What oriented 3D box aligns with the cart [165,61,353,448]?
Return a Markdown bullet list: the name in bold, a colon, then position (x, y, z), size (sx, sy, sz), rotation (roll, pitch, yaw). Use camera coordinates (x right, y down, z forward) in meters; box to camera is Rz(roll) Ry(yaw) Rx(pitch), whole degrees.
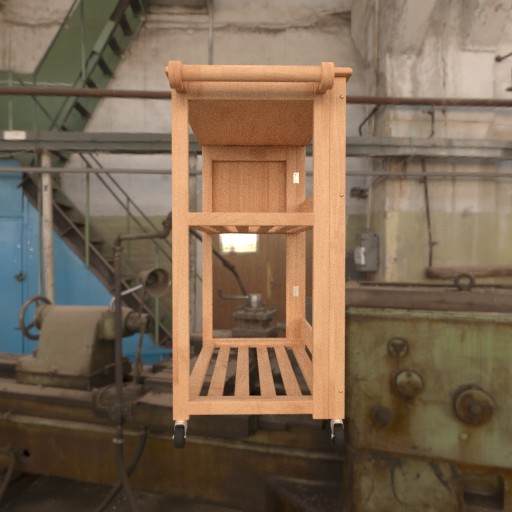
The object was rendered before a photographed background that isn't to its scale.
- **cart**: position (0.000, 0.000, 1.361), size (0.432, 0.879, 0.853), rotation (0, 1, -1)
